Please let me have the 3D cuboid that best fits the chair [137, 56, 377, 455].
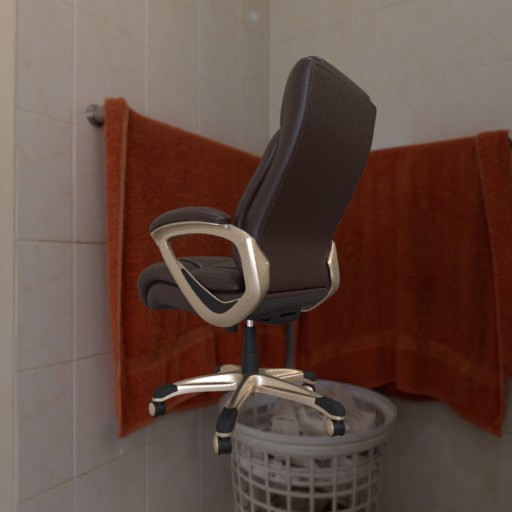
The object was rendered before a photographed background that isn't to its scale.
[{"bbox_3d":[0.000,0.000,1.636,0.749,1.194,0.692,0,0,36],"label":"chair"}]
